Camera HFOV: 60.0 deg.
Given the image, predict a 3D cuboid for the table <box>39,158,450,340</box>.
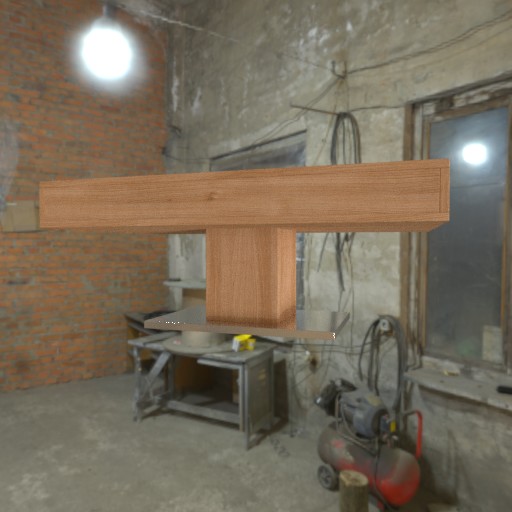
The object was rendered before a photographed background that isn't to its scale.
[{"bbox_3d":[0.000,0.000,1.457,1.100,0.440,0.700,0,1,18],"label":"table"}]
